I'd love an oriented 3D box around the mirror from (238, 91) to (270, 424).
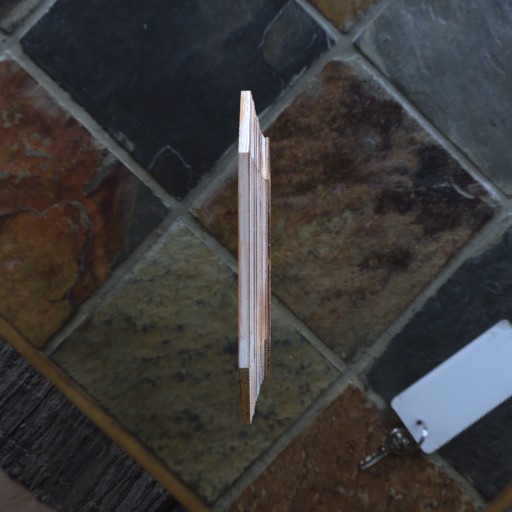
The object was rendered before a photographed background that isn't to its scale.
[{"bbox_3d":[0.000,0.000,1.301,0.061,1.015,0.709,0,91,0],"label":"mirror"}]
